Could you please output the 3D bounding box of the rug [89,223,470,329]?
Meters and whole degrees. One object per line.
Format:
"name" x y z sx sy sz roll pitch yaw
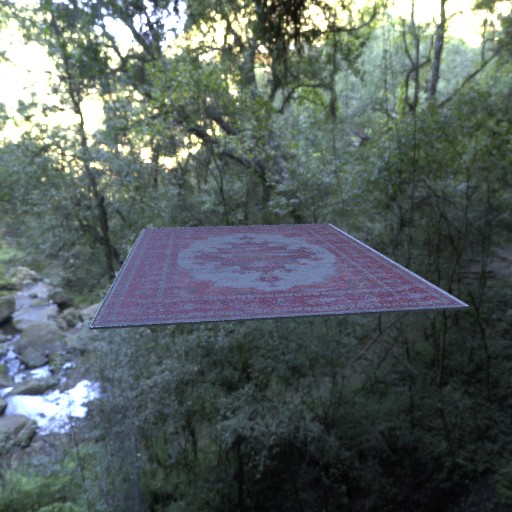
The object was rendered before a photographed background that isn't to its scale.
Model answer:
"rug" 0.000 0.000 4.274 2.447 0.017 3.123 -2 15 -8
